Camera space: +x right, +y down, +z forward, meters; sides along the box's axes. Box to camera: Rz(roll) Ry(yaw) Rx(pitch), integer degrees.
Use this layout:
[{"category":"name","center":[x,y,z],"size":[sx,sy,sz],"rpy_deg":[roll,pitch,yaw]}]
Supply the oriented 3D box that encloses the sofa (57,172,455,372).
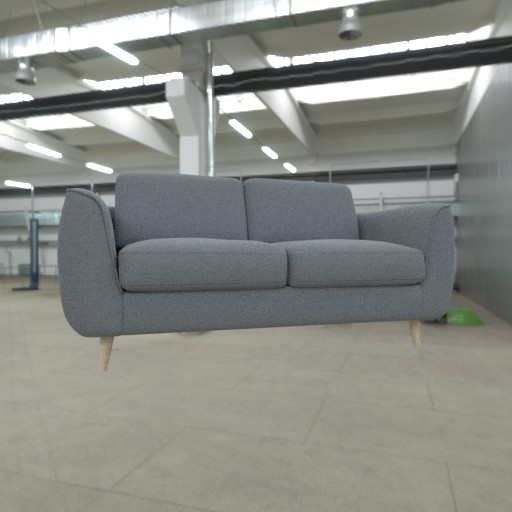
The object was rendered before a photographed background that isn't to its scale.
[{"category":"sofa","center":[0.000,0.000,2.157],"size":[1.700,0.850,0.920],"rpy_deg":[0,1,-18]}]
